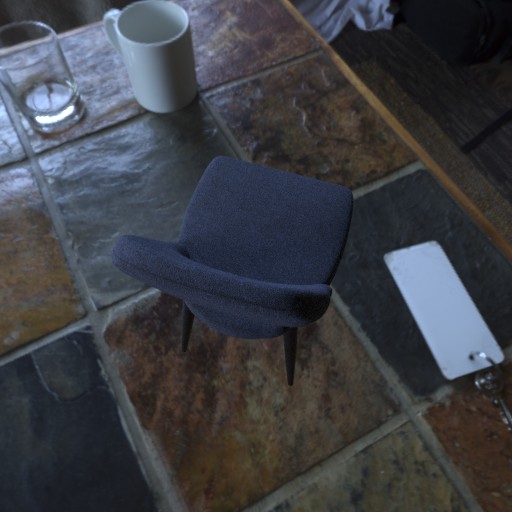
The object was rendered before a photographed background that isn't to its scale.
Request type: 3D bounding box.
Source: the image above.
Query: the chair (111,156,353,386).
[{"bbox_3d":[0.000,0.000,1.258,0.470,0.931,0.612,16,65,8],"label":"chair"}]
